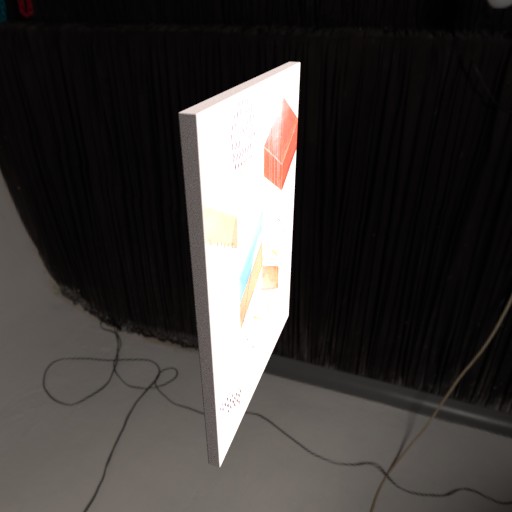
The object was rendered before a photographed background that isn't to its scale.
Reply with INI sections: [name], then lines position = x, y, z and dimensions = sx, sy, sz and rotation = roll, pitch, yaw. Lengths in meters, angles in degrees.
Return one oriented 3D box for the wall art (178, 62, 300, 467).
[wall art]
position = 0.000, 0.000, 1.638
dimensions = 0.046, 1.221, 0.914
rotation = 10, 32, 16
